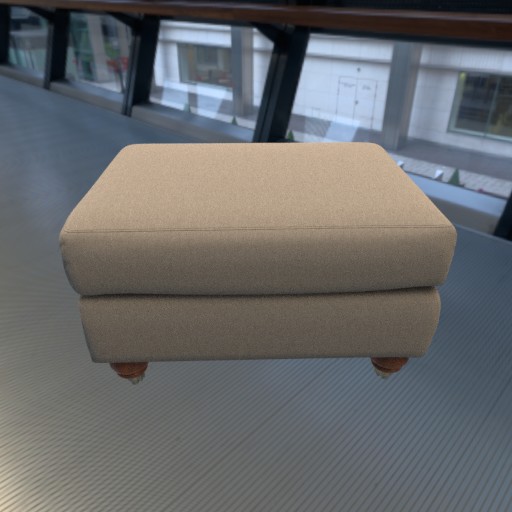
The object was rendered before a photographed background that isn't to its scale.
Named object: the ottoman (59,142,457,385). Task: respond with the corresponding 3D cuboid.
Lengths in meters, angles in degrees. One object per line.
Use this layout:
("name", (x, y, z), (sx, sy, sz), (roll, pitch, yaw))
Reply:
("ottoman", (0.000, 0.000, 1.148), (0.773, 0.497, 0.574), (-1, 30, -1))
